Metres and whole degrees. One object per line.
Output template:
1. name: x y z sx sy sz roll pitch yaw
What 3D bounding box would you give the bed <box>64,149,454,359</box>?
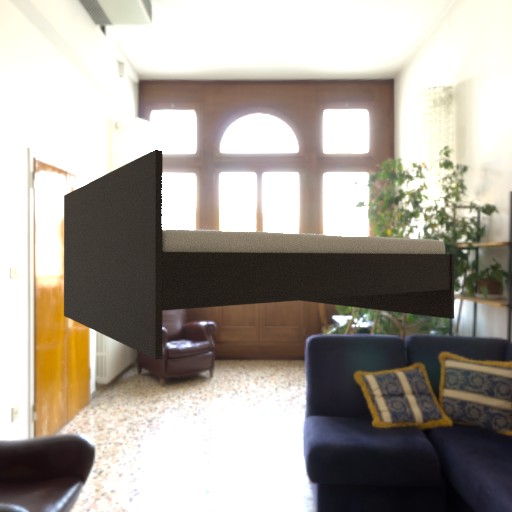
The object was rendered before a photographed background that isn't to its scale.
1. bed: 0.000 0.000 2.962 2.073 0.823 1.585 0 0 -35
